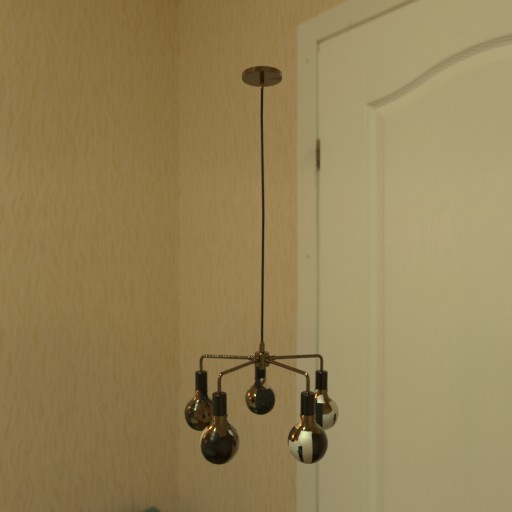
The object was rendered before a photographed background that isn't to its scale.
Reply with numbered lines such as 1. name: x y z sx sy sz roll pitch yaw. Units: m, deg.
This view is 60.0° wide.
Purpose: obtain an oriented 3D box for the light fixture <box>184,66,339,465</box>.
1. light fixture: 0.000 0.000 1.212 0.421 0.988 0.438 0 0 17
